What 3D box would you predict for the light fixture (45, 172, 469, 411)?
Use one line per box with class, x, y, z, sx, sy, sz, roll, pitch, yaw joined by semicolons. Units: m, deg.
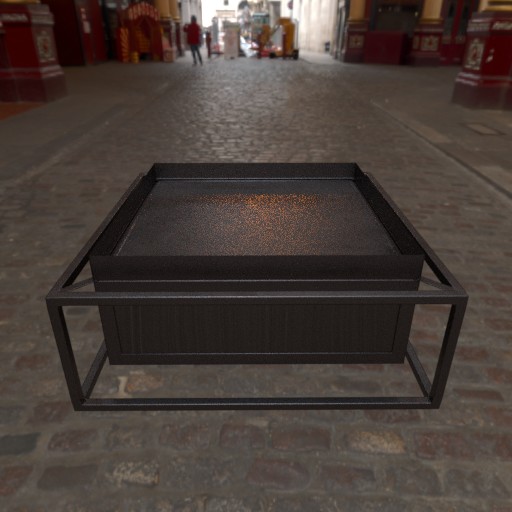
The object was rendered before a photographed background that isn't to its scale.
light fixture;0.000;0.000;0.686;0.441;0.191;0.441;0;27;0
